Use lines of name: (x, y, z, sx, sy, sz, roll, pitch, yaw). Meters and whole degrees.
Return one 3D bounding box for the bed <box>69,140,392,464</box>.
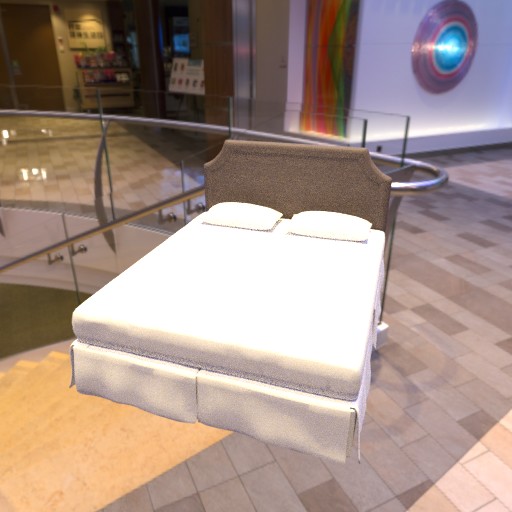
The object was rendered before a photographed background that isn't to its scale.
bed: (0.000, 0.000, 4.122, 2.350, 1.590, 2.773, 8, 26, 17)
